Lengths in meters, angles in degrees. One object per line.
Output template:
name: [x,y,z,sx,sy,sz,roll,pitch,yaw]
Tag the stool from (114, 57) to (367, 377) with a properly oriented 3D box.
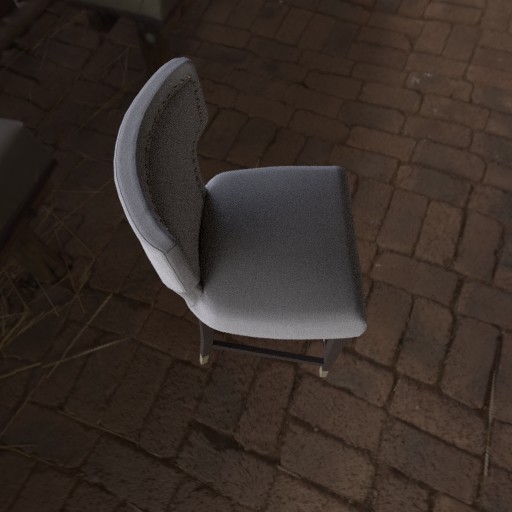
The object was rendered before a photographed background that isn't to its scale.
stool: [0.000,0.000,1.305,0.563,0.982,0.527,-1,62,0]
